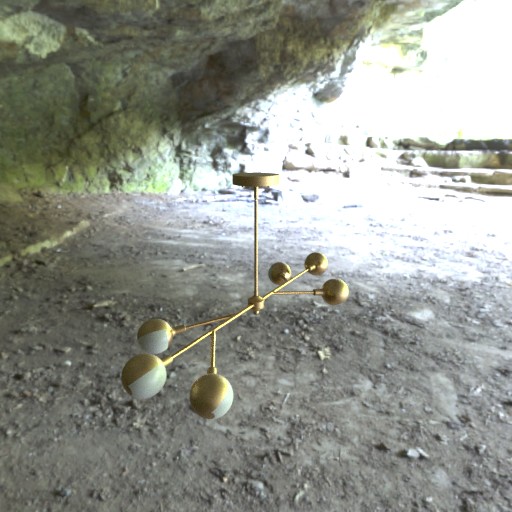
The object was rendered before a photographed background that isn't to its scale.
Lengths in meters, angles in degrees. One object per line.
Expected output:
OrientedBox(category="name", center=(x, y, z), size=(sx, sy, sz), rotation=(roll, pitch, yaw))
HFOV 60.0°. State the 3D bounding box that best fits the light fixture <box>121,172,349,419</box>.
OrientedBox(category="light fixture", center=(0.000, 0.000, 0.995), size=(0.778, 0.362, 0.434), rotation=(-15, 21, -43))
